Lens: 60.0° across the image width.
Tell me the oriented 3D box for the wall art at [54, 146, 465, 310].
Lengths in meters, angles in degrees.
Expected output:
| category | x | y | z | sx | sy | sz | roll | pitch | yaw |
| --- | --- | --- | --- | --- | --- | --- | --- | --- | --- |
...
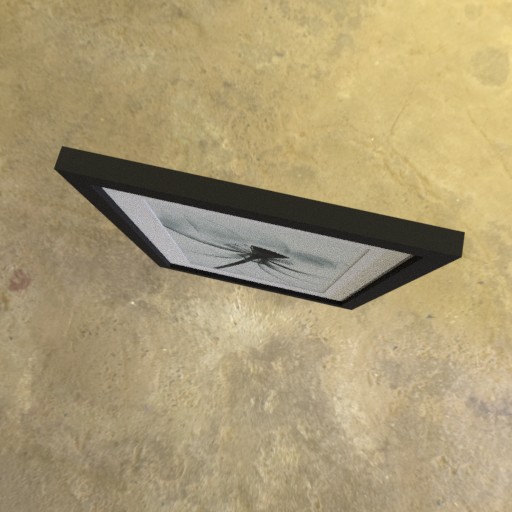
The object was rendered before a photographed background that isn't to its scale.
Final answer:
| category | x | y | z | sx | sy | sz | roll | pitch | yaw |
| --- | --- | --- | --- | --- | --- | --- | --- | --- | --- |
| wall art | 0.000 | 0.000 | 0.760 | 0.457 | 0.559 | 0.029 | 13 | 78 | 3 |
